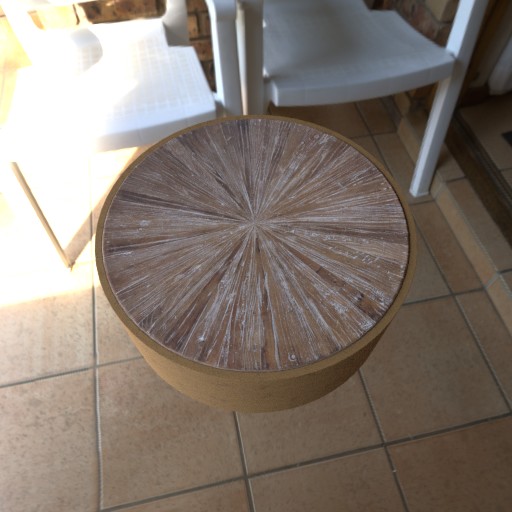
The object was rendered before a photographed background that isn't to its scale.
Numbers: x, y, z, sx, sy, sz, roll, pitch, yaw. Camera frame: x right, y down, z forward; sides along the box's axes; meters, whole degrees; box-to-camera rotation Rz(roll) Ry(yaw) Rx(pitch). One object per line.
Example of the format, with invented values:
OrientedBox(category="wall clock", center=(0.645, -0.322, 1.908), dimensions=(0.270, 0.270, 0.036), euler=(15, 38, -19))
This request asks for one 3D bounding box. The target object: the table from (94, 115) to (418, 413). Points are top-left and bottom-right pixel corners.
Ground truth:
OrientedBox(category="table", center=(0.000, 0.000, 1.566), dimensions=(1.001, 0.409, 1.001), euler=(0, 58, 0))
